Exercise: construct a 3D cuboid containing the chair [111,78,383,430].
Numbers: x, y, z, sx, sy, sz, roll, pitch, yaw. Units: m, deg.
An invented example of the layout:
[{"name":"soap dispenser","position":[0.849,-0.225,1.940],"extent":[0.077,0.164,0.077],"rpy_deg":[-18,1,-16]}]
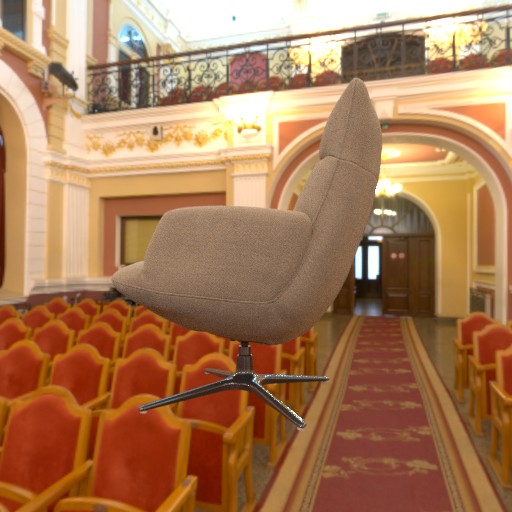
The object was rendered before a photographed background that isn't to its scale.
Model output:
[{"name":"chair","position":[0.000,0.000,1.612],"extent":[0.889,1.016,0.711],"rpy_deg":[0,-1,16]}]
